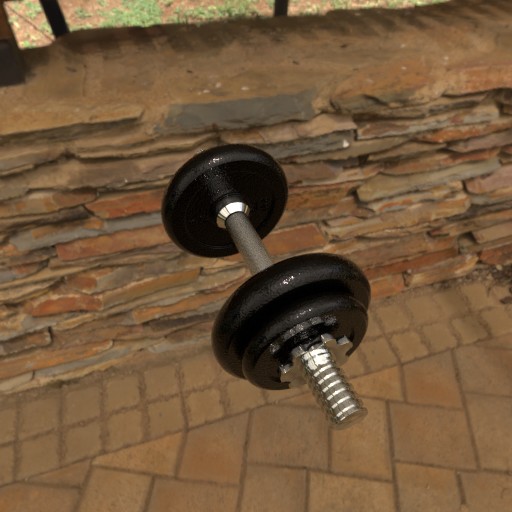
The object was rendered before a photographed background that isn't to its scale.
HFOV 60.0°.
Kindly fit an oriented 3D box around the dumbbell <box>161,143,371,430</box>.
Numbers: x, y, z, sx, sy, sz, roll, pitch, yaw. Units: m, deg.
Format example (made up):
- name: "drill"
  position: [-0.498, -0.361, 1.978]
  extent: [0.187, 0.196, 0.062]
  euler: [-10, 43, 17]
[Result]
- name: "dumbbell"
  position: [0.000, 0.000, 0.602]
  extent: [0.202, 0.202, 0.497]
  euler: [-16, 48, -15]
